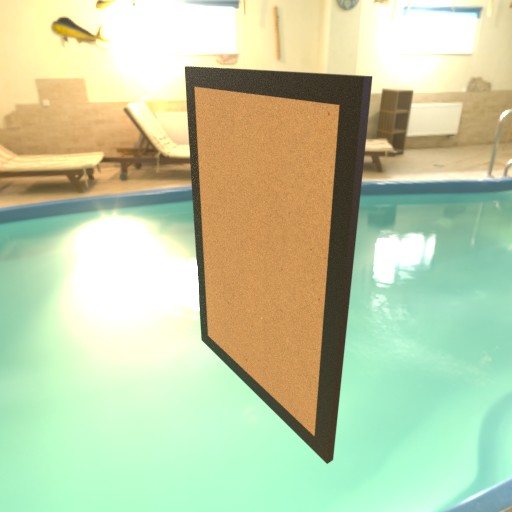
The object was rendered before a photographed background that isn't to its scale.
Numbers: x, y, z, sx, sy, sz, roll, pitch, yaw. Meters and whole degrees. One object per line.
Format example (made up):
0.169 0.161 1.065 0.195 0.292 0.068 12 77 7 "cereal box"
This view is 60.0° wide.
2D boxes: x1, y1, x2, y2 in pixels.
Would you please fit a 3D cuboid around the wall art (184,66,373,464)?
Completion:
0.000 0.000 0.688 0.013 0.534 0.381 -17 30 -32 "wall art"
